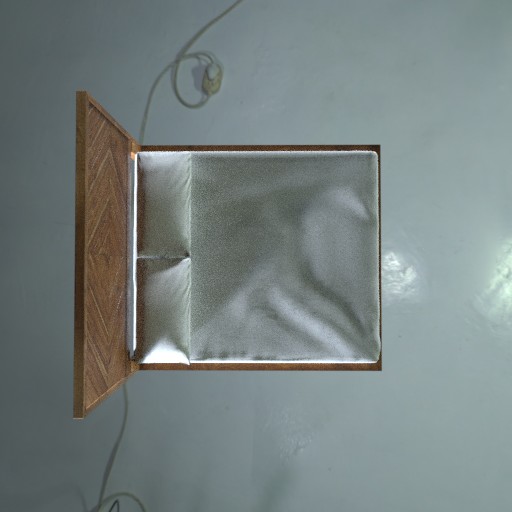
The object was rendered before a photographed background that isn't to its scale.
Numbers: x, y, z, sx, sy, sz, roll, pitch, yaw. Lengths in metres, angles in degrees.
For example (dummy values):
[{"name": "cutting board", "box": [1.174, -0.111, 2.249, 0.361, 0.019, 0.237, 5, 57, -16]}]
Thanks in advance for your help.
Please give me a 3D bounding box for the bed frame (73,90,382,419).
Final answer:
[{"name": "bed frame", "box": [0.000, 0.000, 3.505, 2.235, 1.537, 2.038, 0, 89, 1]}]
